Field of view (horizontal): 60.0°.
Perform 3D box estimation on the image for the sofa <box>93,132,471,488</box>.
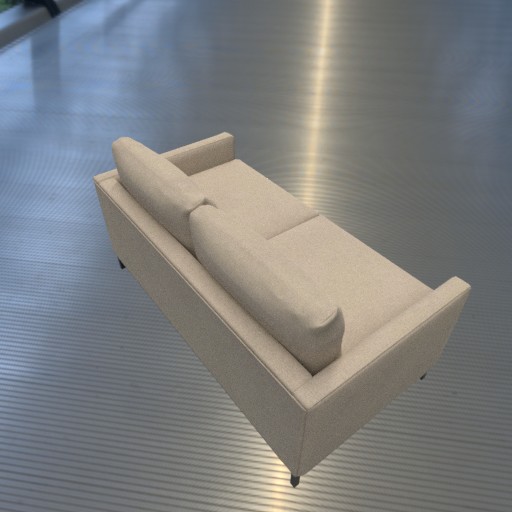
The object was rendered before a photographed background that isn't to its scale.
[{"bbox_3d":[0.000,0.000,2.123,0.875,0.840,1.682,-27,48,-27],"label":"sofa"}]
